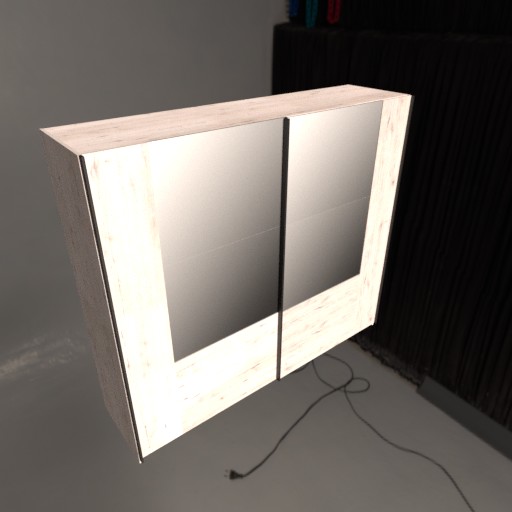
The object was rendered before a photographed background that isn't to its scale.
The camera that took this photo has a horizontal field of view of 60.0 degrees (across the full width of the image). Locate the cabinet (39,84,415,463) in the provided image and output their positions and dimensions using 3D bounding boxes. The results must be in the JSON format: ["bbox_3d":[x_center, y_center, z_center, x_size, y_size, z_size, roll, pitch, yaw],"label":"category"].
[{"bbox_3d":[0.000,0.000,3.408,2.500,2.180,0.660,-21,36,-32],"label":"cabinet"}]
